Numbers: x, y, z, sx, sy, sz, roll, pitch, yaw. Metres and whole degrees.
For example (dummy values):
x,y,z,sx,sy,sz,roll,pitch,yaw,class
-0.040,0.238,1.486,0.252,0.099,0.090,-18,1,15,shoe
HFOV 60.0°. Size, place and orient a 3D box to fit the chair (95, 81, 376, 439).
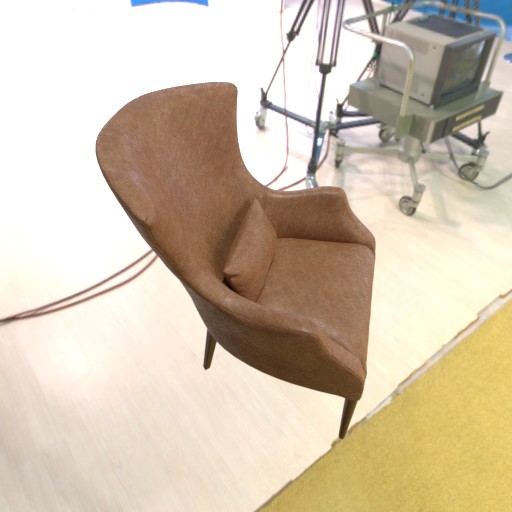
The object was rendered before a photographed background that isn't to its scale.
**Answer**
x,y,z,sx,sy,sz,roll,pitch,yaw,class
0.000,0.000,1.722,0.955,1.067,0.846,10,46,10,chair
